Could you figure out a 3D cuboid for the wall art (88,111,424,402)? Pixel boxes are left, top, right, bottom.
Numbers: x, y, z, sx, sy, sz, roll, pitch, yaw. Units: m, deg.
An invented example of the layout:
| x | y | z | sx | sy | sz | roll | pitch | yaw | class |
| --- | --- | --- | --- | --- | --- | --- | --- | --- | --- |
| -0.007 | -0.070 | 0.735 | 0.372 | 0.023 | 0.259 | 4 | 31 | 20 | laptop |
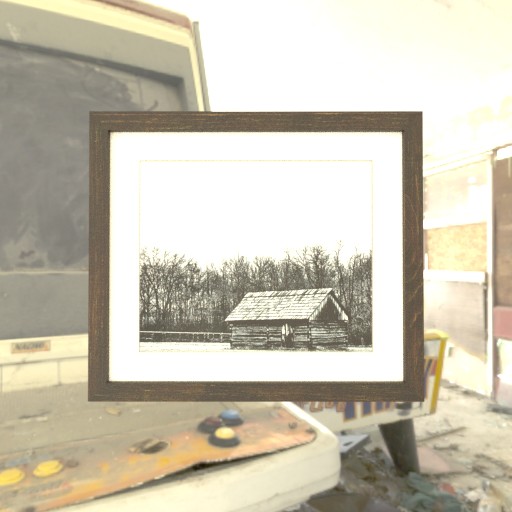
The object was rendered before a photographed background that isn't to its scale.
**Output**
| x | y | z | sx | sy | sz | roll | pitch | yaw | class |
| --- | --- | --- | --- | --- | --- | --- | --- | --- | --- |
| 0.000 | 0.000 | 0.519 | 0.381 | 0.330 | 0.031 | 0 | -1 | 0 | wall art |
